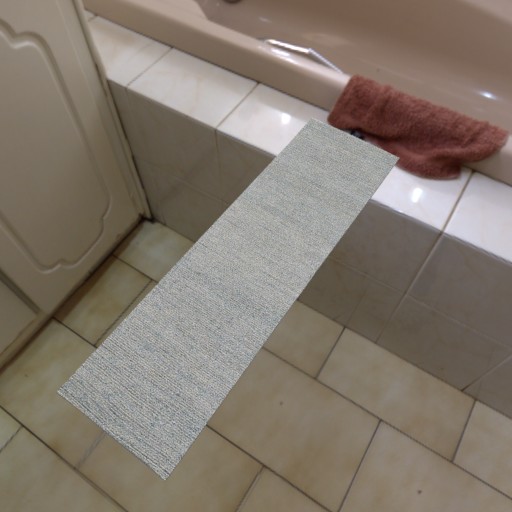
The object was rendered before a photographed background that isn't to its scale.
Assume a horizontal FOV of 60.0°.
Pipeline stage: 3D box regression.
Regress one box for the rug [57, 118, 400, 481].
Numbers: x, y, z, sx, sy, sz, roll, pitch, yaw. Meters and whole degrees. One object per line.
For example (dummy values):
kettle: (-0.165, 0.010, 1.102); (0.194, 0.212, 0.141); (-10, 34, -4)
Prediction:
rug: (0.000, 0.000, 2.509); (0.675, 0.037, 2.341); (31, 63, 18)
